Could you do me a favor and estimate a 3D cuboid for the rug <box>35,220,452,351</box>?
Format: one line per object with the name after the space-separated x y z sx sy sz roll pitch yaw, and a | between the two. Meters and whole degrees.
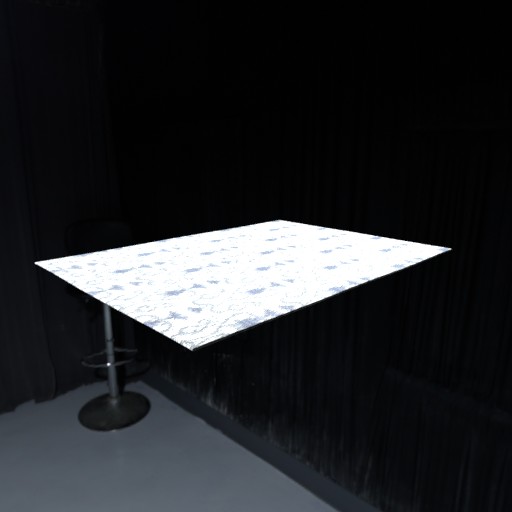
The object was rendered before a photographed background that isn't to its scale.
0.000 0.000 2.954 2.261 0.013 1.676 -13 20 -42 | rug
